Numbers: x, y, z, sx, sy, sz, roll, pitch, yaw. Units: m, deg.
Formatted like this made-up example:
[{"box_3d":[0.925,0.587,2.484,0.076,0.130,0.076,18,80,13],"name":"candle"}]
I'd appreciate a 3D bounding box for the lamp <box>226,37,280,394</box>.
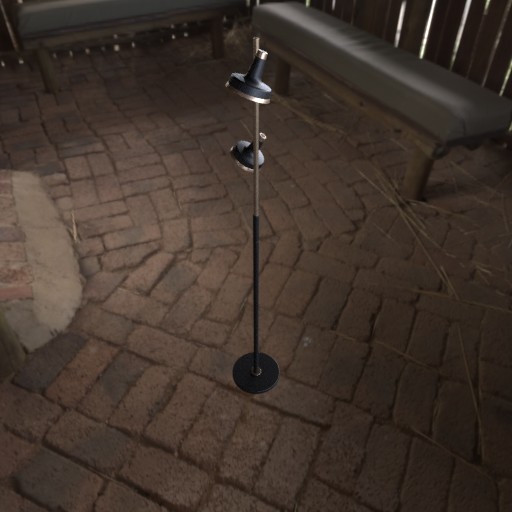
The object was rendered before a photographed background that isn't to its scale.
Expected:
[{"box_3d":[0.000,0.000,1.835,0.253,1.674,0.351,0,41,0],"name":"lamp"}]
